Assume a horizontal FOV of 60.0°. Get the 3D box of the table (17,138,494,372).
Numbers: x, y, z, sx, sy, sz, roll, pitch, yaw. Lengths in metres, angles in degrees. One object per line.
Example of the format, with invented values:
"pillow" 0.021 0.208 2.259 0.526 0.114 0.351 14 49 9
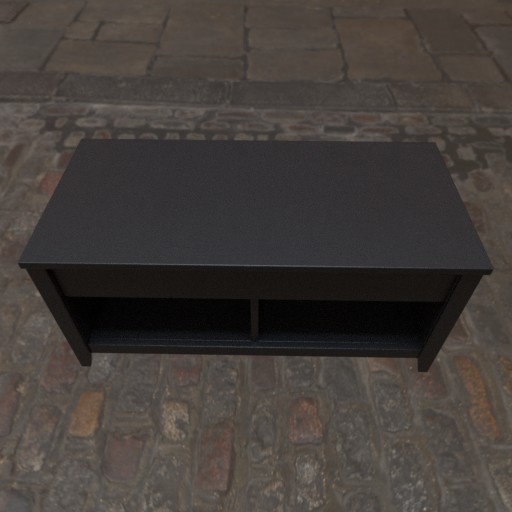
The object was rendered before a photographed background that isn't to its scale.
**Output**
"table" 0.000 0.000 1.274 1.016 0.457 0.483 1 47 1
